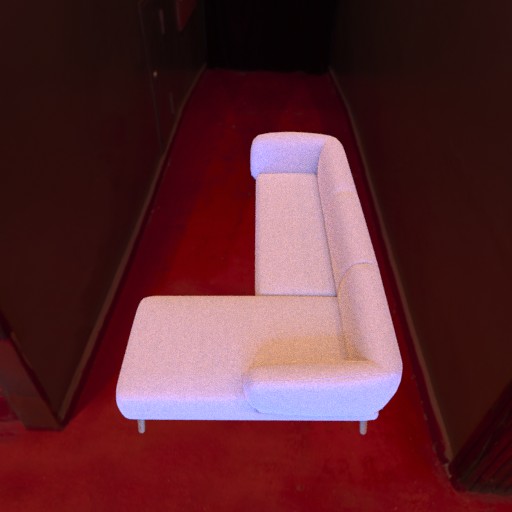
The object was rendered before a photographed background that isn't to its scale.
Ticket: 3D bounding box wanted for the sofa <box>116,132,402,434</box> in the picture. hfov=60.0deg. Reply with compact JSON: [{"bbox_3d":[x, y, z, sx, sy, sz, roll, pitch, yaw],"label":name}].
[{"bbox_3d":[0.000,0.000,3.394,1.610,0.730,2.660,0,43,0],"label":"sofa"}]
